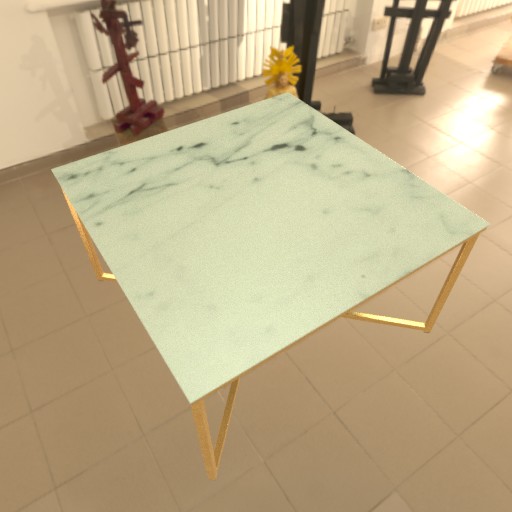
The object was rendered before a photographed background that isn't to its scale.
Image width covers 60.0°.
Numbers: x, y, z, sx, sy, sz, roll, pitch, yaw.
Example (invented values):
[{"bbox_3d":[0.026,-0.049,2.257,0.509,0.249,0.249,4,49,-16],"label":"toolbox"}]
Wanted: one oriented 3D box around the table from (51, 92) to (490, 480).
[{"bbox_3d":[0.000,0.000,1.286,0.800,0.450,0.800,-26,52,-23],"label":"table"}]
